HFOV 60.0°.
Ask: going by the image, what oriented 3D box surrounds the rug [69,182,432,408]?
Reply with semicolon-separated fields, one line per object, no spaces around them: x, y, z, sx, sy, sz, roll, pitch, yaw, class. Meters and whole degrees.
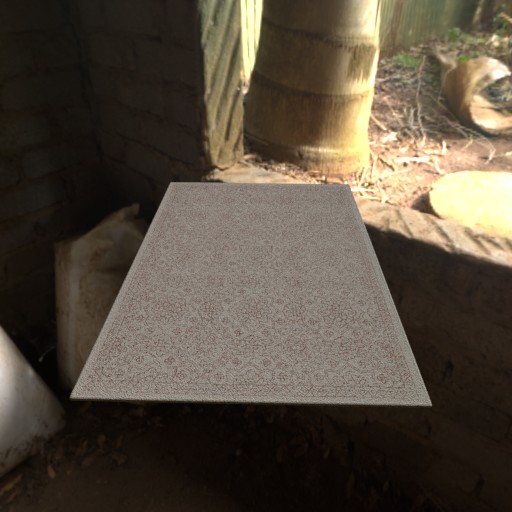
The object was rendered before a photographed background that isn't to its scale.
0.000;0.000;2.251;1.219;0.010;1.829;1;33;1;rug
